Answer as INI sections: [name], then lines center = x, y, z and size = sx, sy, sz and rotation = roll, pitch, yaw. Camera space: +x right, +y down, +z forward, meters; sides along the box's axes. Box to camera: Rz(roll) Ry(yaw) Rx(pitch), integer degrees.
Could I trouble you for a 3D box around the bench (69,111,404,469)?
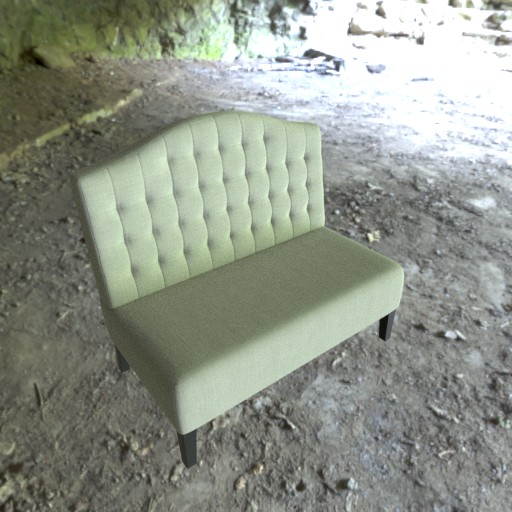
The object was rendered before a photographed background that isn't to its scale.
[bench]
center = 0.000, 0.000, 2.096
size = 1.335, 1.180, 0.815
rotation = -22, 37, -31
